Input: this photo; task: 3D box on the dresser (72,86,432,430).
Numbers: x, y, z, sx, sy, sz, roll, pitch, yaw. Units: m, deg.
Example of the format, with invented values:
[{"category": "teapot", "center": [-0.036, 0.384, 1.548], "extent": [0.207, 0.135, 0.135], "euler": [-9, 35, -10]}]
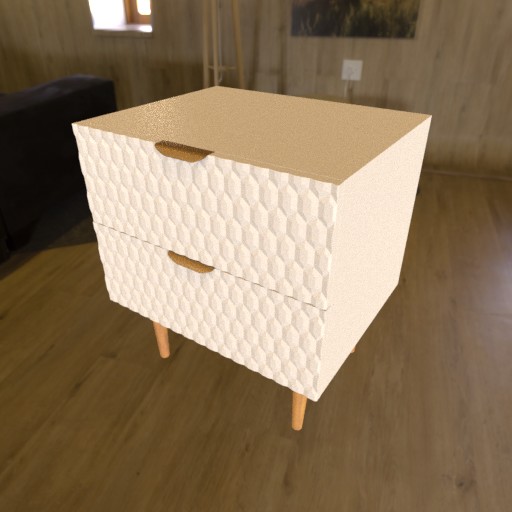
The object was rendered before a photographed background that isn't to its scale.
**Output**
[{"category": "dresser", "center": [0.000, 0.000, 0.936], "extent": [0.503, 0.568, 0.414], "euler": [19, 36, 28]}]
